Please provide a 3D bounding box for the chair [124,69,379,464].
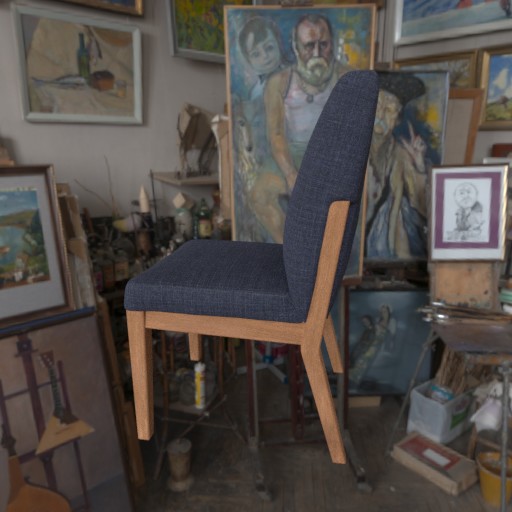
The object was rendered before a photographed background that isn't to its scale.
[{"bbox_3d":[0.000,0.000,1.245,0.586,0.911,0.507,3,15,10],"label":"chair"}]
